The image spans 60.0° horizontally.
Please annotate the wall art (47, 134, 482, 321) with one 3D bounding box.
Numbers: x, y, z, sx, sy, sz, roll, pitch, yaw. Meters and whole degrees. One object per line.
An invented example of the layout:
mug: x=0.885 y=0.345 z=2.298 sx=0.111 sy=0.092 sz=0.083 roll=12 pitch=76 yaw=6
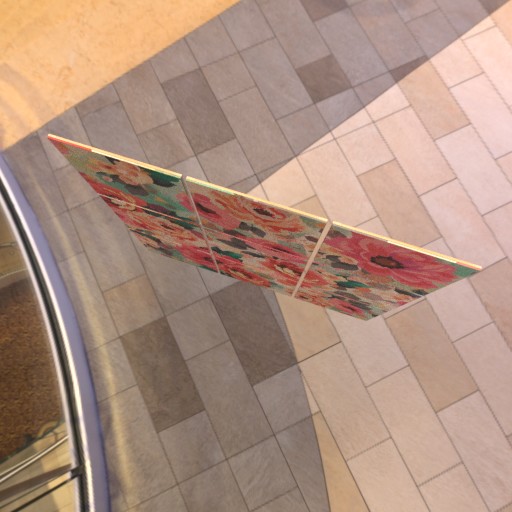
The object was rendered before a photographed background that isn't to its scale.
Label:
wall art: x=0.000 y=0.000 z=1.773 sx=1.216 sy=1.220 sz=0.013 roll=18 pitch=76 yaw=4
